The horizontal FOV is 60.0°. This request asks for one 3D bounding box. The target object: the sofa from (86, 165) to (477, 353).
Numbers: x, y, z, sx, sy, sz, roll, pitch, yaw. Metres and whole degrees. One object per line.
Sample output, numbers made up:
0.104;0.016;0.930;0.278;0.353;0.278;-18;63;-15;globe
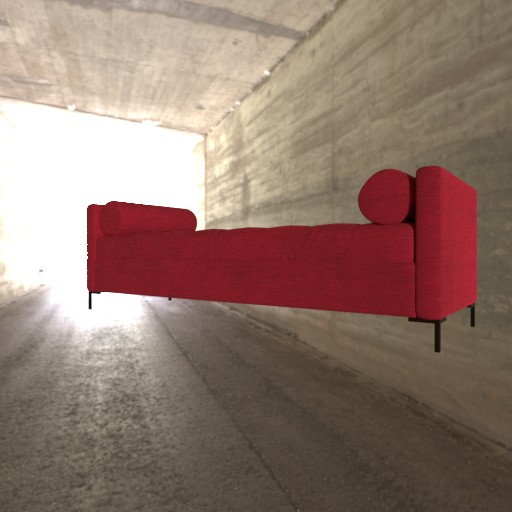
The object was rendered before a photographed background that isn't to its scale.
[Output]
0.000;0.000;2.305;1.981;0.635;0.686;0;0;36;sofa
